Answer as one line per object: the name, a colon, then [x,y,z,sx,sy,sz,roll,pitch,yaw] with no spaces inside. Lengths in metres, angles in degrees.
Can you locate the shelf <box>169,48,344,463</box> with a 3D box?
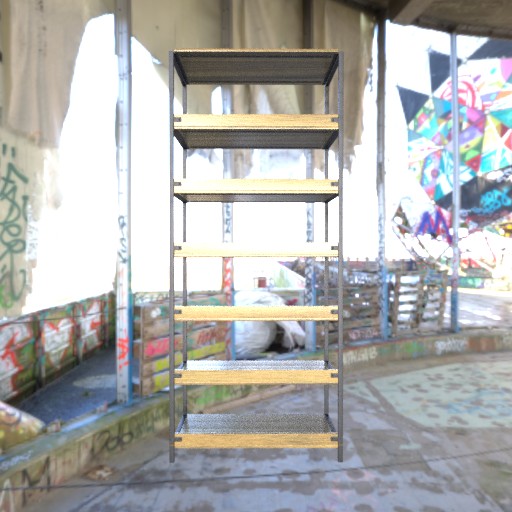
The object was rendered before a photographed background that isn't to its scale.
shelf: [0.000,0.000,2.371,0.847,2.015,0.431,0,0,0]
